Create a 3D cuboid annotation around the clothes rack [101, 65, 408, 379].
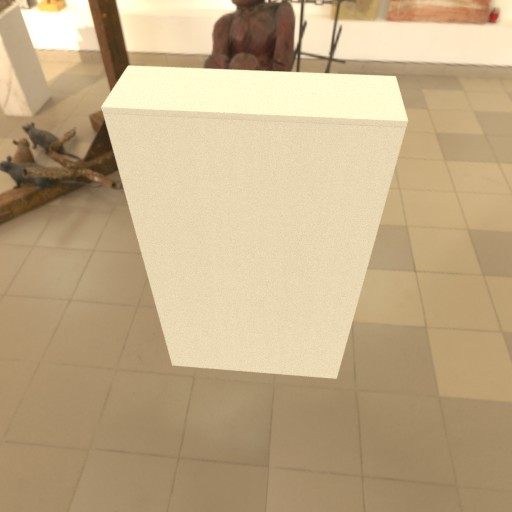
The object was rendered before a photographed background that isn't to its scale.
[{"bbox_3d":[0.000,0.000,1.630,0.750,1.280,0.250,4,47,3],"label":"clothes rack"}]
